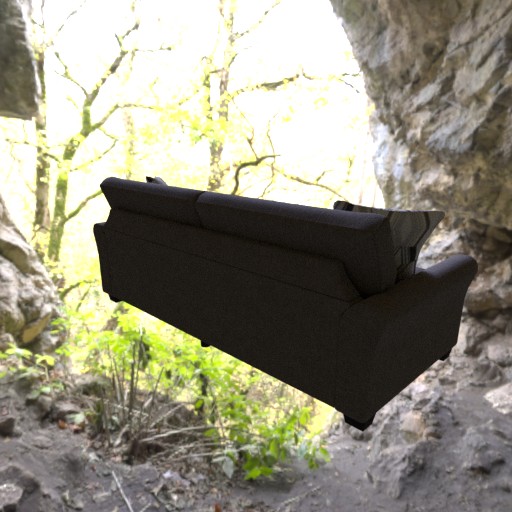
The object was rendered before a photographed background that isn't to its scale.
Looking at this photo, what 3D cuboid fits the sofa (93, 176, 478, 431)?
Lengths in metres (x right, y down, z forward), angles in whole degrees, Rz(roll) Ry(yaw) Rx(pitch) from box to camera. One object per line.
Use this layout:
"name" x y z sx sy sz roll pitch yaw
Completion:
"sofa" 0.000 0.000 2.442 2.032 0.813 0.889 15 22 42
